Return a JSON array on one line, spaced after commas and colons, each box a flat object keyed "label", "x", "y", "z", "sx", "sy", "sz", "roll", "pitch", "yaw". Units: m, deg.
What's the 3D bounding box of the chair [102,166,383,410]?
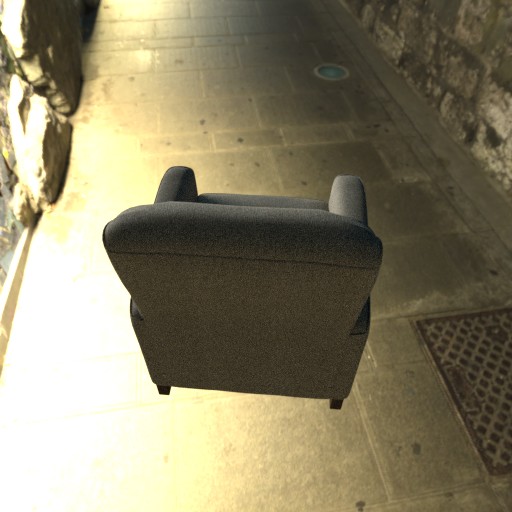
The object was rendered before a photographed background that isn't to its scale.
[{"label": "chair", "x": 0.000, "y": 0.000, "z": 1.672, "sx": 0.841, "sy": 1.028, "sz": 0.858, "roll": 3, "pitch": 47, "yaw": 3}]
